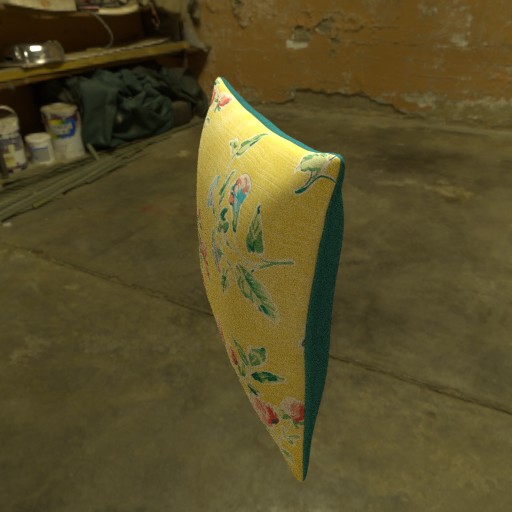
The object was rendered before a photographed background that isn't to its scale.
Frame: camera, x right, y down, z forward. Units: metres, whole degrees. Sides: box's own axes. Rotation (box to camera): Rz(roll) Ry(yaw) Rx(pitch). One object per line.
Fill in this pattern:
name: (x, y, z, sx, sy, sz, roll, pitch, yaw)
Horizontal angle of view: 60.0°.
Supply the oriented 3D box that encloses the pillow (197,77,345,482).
pillow: (0.000, 0.000, 0.764, 0.166, 0.508, 0.525, -9, 32, -14)
